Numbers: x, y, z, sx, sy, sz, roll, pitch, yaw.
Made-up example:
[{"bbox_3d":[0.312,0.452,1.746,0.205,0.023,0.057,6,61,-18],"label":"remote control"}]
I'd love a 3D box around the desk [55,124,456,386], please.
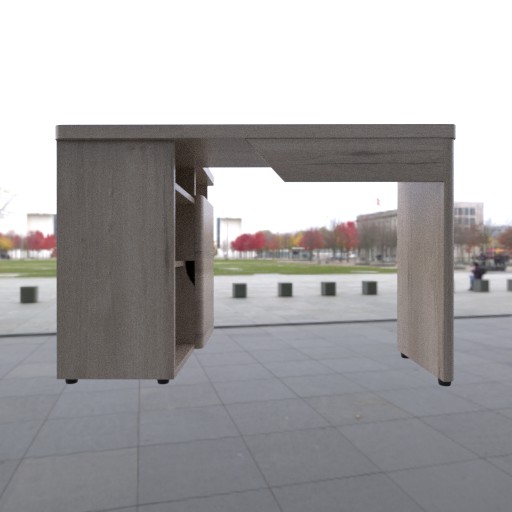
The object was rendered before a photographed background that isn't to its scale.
[{"bbox_3d":[0.000,0.000,1.721,1.169,0.760,0.900,0,0,0],"label":"desk"}]
